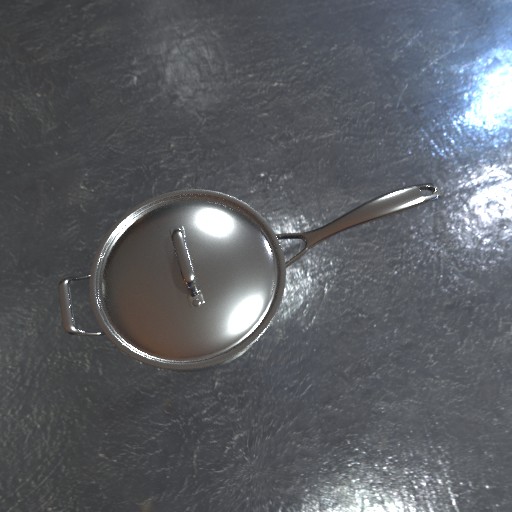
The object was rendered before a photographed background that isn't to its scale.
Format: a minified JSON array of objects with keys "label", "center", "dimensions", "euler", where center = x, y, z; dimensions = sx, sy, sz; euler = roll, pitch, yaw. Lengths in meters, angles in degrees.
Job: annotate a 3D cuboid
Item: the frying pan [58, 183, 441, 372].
[{"label":"frying pan","center":[0.000,0.000,0.578],"dimensions":[0.492,0.111,0.245],"euler":[-16,65,-8]}]
